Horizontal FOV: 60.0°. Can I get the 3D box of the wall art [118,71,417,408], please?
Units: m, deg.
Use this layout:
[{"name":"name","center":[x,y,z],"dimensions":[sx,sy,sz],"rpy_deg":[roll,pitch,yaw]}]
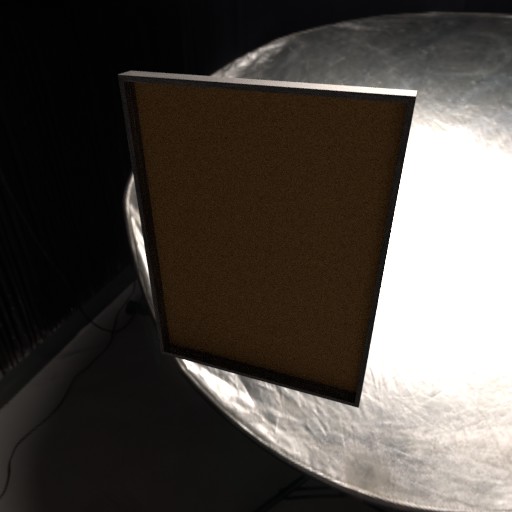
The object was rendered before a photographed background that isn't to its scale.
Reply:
[{"name":"wall art","center":[0.000,0.000,1.367],"dimensions":[0.762,1.016,0.063],"rpy_deg":[11,34,17]}]
